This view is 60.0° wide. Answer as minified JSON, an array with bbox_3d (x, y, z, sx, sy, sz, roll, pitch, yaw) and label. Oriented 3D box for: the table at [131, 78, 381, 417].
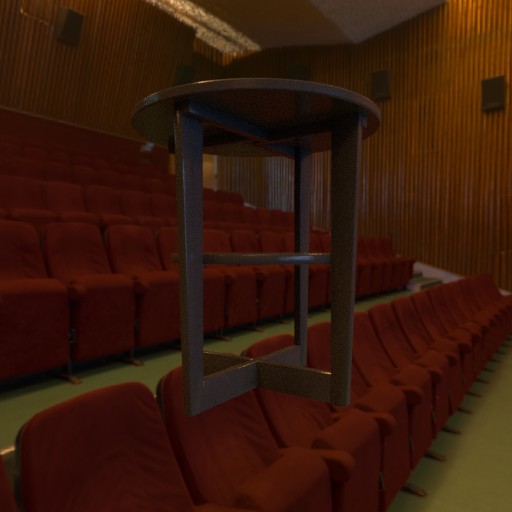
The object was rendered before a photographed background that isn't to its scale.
[{"bbox_3d":[0.000,0.000,0.927,0.500,0.550,0.500,0,1,0],"label":"table"}]
